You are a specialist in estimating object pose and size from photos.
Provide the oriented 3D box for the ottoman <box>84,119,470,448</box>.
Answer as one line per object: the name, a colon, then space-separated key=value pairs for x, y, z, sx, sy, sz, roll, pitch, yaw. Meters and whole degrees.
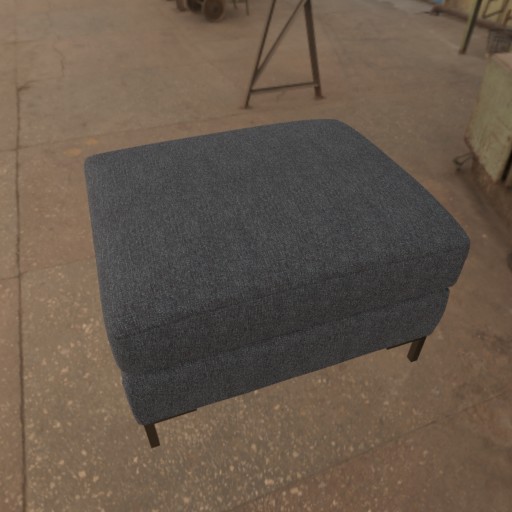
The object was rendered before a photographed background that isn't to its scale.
ottoman: x=0.000 y=0.000 z=1.276 sx=0.831 sy=0.533 sz=0.695 roll=-13 pitch=43 yaw=-15
